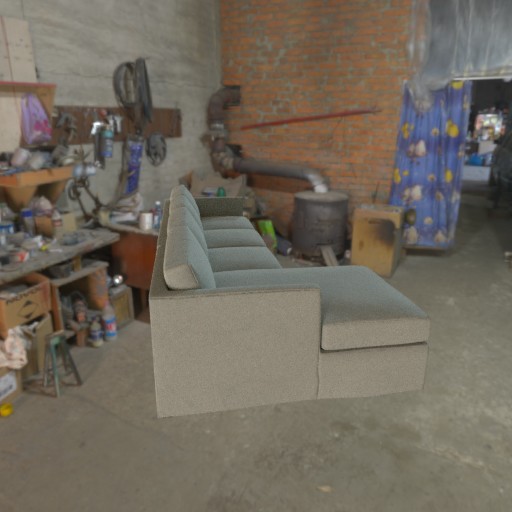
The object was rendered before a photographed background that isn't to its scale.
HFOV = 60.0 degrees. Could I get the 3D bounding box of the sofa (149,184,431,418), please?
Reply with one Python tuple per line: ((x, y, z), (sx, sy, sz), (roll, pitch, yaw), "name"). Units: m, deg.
((0.000, 0.000, 3.940), (1.650, 0.922, 3.205), (-3, 17, -9), "sofa")
